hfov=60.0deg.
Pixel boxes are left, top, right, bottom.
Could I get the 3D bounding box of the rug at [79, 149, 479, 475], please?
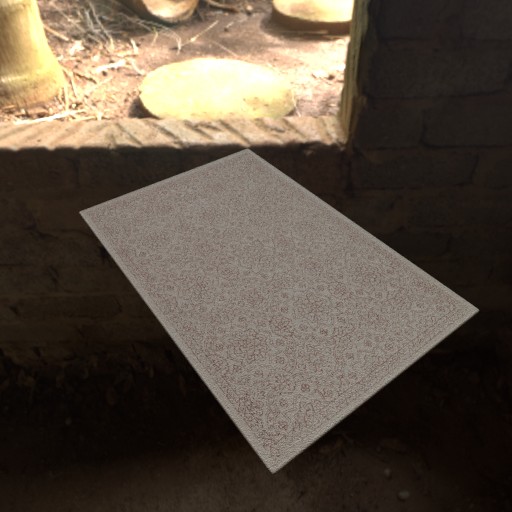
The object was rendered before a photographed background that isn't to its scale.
[{"bbox_3d":[0.000,0.000,2.314,1.219,0.010,1.829,-27,50,-26],"label":"rug"}]
